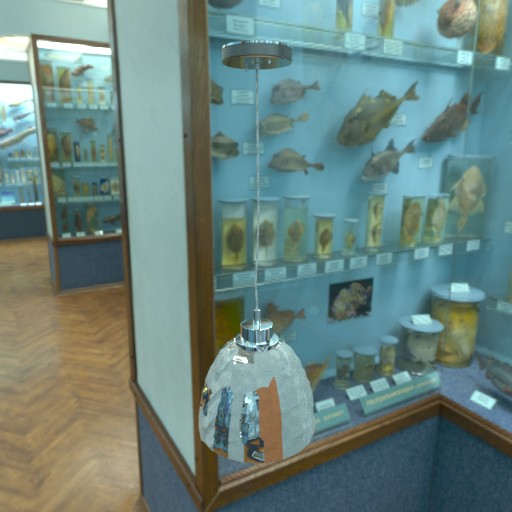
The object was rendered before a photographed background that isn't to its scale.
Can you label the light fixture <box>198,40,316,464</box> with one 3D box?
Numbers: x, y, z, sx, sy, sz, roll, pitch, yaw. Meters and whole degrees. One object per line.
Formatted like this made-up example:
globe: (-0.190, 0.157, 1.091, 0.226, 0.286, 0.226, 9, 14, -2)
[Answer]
light fixture: (0.000, 0.000, 1.747, 0.500, 1.511, 0.496, -7, 15, -27)
